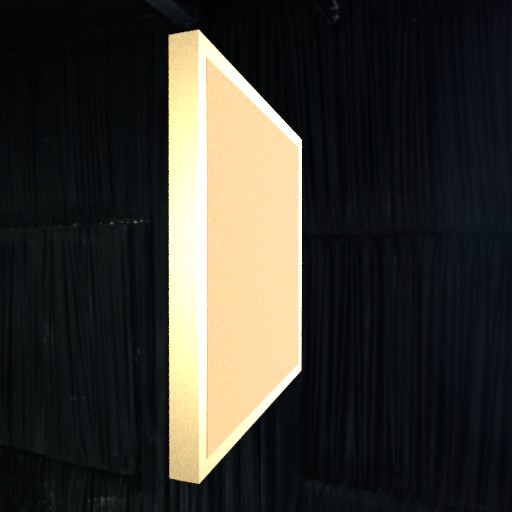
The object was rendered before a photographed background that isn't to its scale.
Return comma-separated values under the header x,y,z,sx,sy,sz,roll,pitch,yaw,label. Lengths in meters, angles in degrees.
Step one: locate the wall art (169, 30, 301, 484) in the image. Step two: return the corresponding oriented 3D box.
x,y,z,sx,sy,sz,roll,pitch,yaw,label
0.000,0.000,1.876,0.095,1.284,1.284,0,0,19,wall art
